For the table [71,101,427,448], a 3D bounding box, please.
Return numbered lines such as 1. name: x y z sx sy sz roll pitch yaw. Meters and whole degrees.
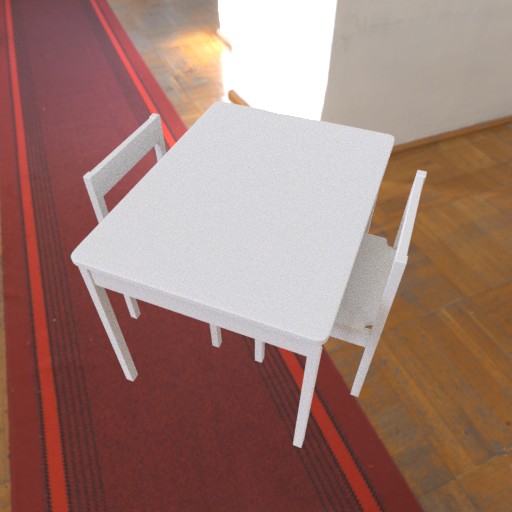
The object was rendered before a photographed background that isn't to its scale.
1. table: 0.000 0.000 1.117 0.672 0.503 0.650 16 49 15
